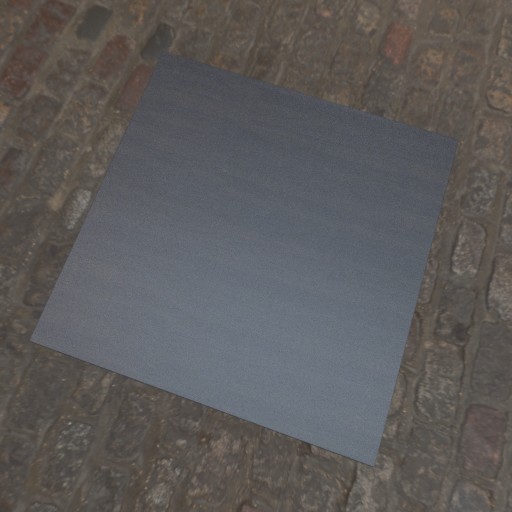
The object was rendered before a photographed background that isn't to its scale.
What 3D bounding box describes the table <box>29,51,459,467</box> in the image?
[{"bbox_3d":[0.000,0.000,1.192,0.762,0.396,0.762,18,77,5],"label":"table"}]
